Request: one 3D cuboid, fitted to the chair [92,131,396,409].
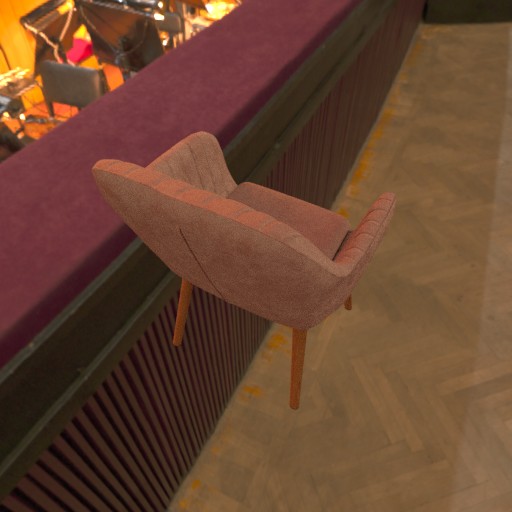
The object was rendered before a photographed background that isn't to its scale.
[{"bbox_3d":[0.000,0.000,1.228,0.610,0.832,0.570,23,52,19],"label":"chair"}]
